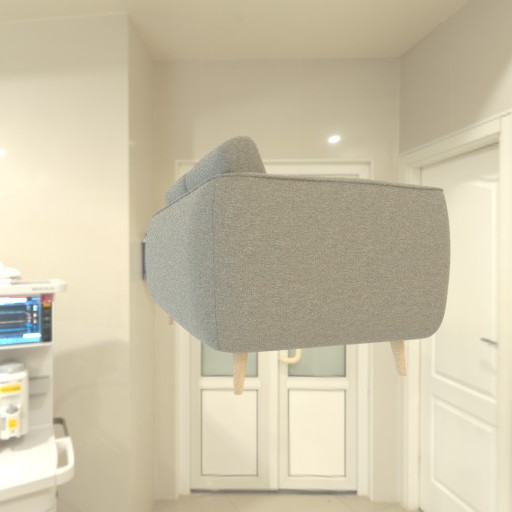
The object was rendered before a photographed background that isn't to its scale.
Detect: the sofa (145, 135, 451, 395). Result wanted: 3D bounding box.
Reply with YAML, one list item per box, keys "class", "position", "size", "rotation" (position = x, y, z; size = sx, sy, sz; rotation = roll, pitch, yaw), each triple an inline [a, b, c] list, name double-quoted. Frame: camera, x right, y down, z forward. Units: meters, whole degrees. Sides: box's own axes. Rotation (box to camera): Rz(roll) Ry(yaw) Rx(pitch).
- class: "sofa"
  position: [0.000, 0.000, 2.153]
  size: [0.920, 0.850, 1.700]
  rotation: [0, 1, -20]
